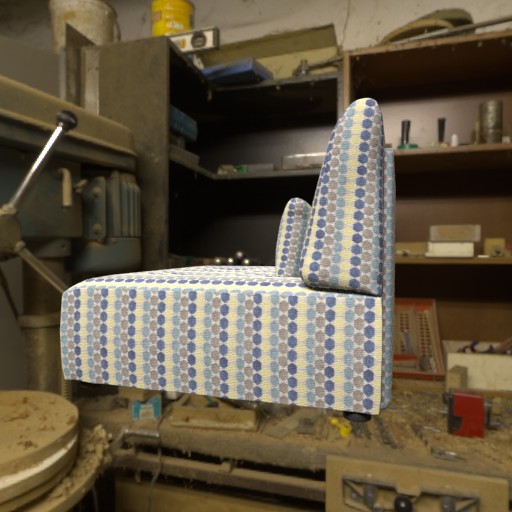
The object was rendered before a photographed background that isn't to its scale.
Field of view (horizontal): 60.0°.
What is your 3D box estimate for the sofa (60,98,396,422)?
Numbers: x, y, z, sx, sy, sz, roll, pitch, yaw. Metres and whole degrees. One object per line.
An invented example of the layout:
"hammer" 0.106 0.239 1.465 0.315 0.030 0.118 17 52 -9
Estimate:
"sofa" 0.000 0.000 1.679 1.000 0.830 0.930 0 1 18
